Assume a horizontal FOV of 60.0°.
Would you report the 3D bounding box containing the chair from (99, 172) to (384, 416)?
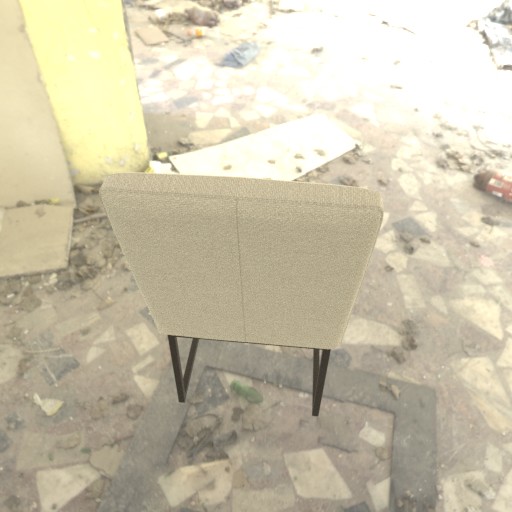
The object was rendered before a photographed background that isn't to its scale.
[{"bbox_3d":[0.000,0.000,1.300,0.520,0.930,0.634,4,46,4],"label":"chair"}]
